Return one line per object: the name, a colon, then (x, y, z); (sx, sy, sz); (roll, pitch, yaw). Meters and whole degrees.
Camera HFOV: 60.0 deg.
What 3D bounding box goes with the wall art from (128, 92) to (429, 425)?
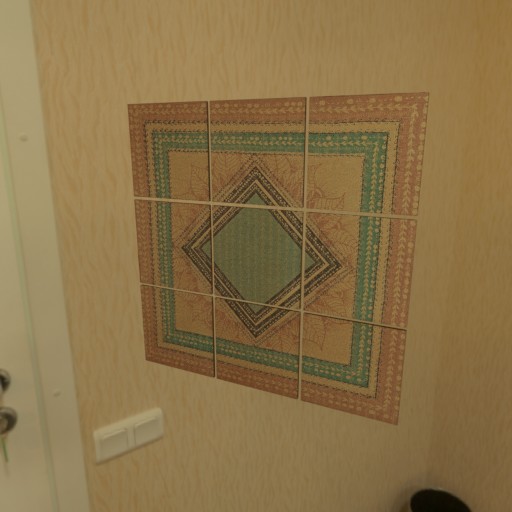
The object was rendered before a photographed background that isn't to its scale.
wall art: (0.000, 0.000, 1.812); (1.215, 1.213, 0.013); (7, 16, 24)
